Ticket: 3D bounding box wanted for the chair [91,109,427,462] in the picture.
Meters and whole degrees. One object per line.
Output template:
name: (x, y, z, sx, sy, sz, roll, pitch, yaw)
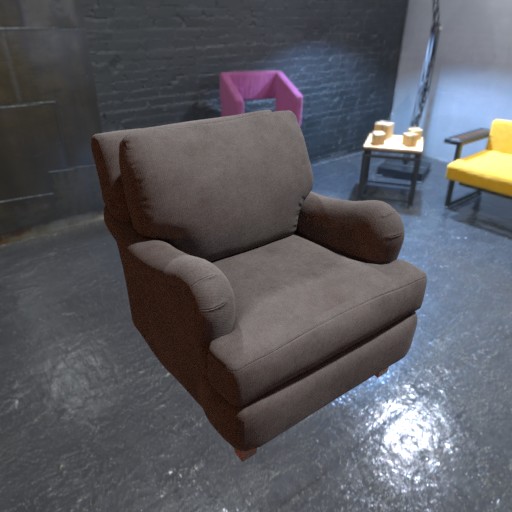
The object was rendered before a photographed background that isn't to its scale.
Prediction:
chair: (0.000, 0.000, 1.814, 0.955, 0.997, 1.070, -19, 34, -31)
